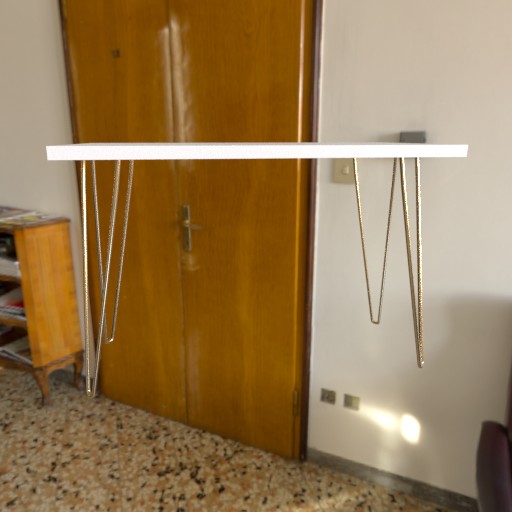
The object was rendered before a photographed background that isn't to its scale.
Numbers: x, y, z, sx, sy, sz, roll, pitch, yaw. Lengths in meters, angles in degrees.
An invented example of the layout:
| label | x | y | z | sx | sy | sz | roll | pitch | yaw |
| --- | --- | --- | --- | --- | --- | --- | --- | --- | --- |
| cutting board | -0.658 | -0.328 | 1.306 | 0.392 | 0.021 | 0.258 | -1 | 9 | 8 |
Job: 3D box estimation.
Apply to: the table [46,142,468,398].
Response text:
| label | x | y | z | sx | sy | sz | roll | pitch | yaw |
| --- | --- | --- | --- | --- | --- | --- | --- | --- | --- |
| table | 0.000 | 0.000 | 1.346 | 0.991 | 0.660 | 0.498 | -2 | 15 | -9 |
